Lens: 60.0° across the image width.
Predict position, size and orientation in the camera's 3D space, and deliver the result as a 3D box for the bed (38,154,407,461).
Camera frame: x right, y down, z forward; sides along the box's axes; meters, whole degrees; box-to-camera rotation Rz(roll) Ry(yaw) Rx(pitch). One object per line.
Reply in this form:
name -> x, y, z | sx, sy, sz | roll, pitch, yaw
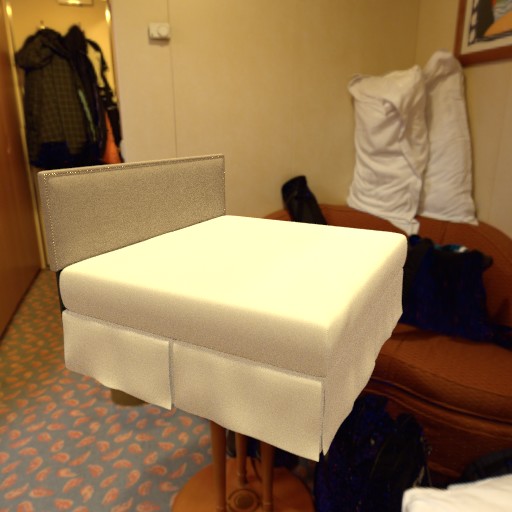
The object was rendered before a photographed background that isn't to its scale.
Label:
bed -> 0.000, 0.000, 3.331 | 1.914, 1.346, 2.170 | 8, 18, 27
